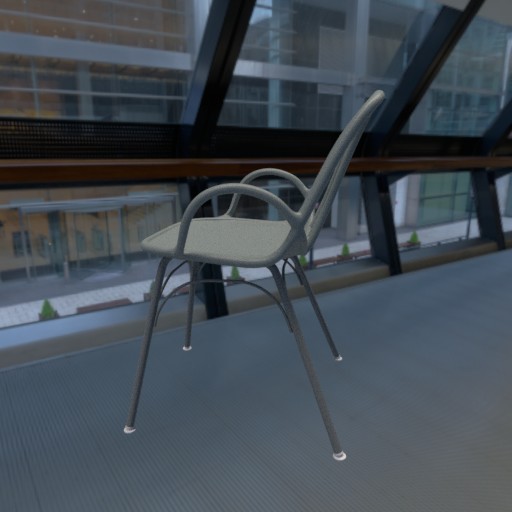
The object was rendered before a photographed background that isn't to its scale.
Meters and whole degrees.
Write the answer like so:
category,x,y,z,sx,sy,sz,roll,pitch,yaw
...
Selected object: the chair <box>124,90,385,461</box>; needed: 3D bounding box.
category,x,y,z,sx,sy,sz,roll,pitch,yaw
chair,0.000,0.000,1.190,0.597,0.816,0.549,2,15,9
